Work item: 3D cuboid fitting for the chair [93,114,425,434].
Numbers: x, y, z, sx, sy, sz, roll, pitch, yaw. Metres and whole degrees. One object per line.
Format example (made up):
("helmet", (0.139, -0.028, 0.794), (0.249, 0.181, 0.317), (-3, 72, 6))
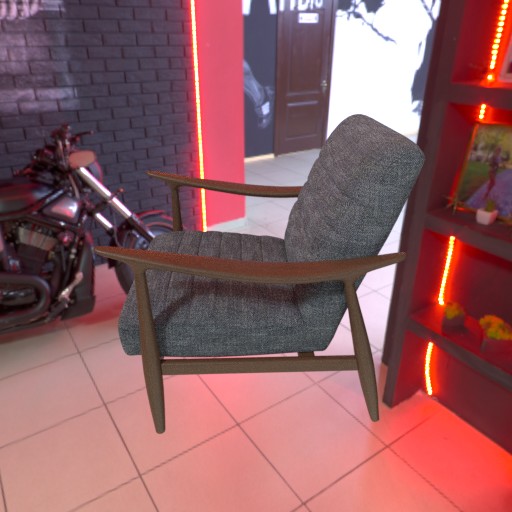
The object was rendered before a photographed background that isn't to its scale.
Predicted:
("chair", (0.000, 0.000, 1.443), (0.798, 0.832, 0.741), (-1, 26, -2))
